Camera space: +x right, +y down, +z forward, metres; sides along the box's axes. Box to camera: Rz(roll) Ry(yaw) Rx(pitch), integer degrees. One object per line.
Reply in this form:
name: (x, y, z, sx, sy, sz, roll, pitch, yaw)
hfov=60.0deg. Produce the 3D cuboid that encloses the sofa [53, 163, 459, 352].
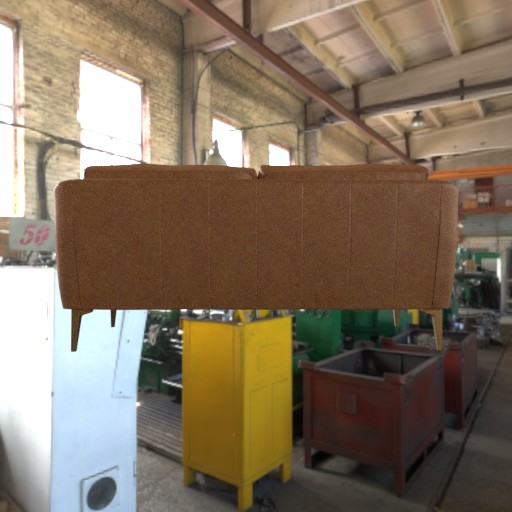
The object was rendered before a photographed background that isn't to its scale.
sofa: (0.000, 0.000, 2.557, 2.036, 0.945, 0.981, 0, -1, -1)
